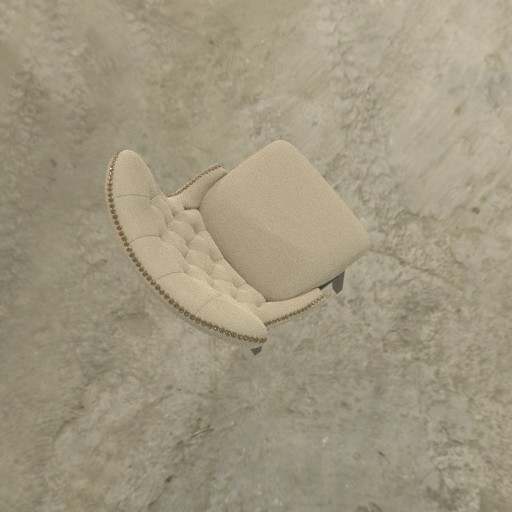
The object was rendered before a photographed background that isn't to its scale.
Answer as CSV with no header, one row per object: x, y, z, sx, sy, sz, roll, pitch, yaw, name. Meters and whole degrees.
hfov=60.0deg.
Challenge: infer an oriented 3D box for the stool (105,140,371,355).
0.000,0.000,1.421,0.605,1.066,0.528,-35,77,-9,stool
